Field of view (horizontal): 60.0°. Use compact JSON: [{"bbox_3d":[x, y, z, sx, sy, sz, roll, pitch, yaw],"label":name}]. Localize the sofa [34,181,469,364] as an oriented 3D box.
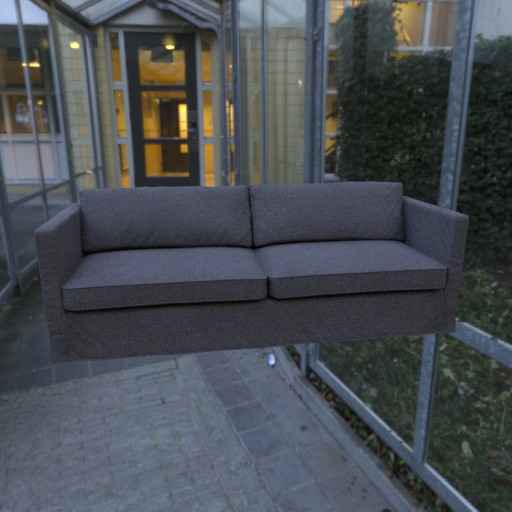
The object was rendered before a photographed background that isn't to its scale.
[{"bbox_3d":[0.000,0.000,3.291,2.779,0.998,1.036,-3,16,-9],"label":"sofa"}]
